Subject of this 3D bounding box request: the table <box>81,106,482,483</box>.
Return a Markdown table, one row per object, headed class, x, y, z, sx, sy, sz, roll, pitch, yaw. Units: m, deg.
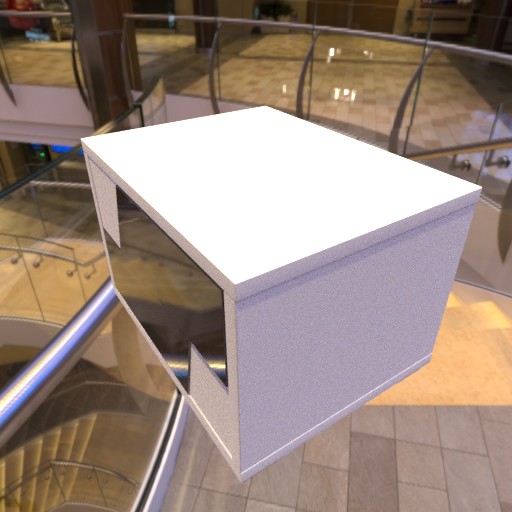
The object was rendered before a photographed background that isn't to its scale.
| class | x | y | z | sx | sy | sz | roll | pitch | yaw |
| --- | --- | --- | --- | --- | --- | --- | --- | --- | --- |
| table | 0.000 | 0.000 | 0.789 | 0.399 | 0.357 | 0.517 | -20 | 38 | -28 |
